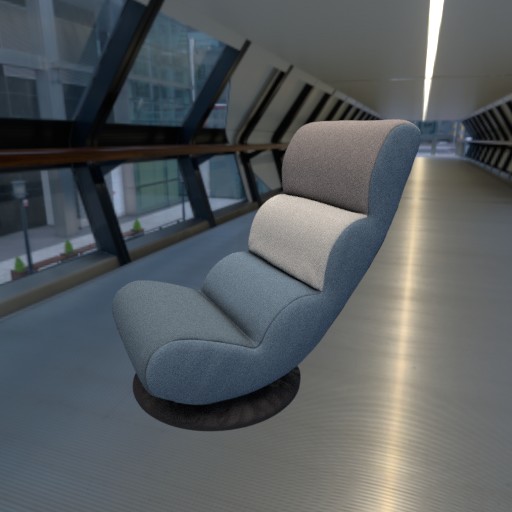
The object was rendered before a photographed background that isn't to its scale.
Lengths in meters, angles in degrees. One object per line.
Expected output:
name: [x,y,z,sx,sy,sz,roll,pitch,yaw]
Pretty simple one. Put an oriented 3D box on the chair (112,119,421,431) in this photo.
chair: [0.000,0.000,1.084,0.661,0.641,0.420,-7,17,-25]
